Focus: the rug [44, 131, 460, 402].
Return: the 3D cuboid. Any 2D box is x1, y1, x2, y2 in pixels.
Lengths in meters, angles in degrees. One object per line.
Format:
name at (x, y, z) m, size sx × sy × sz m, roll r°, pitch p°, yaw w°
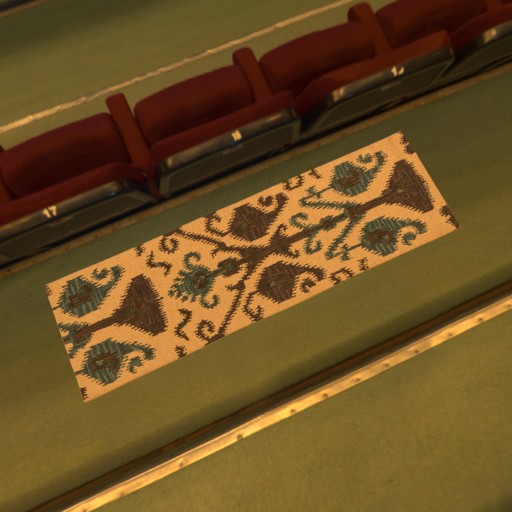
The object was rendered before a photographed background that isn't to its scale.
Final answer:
rug at (0.000, 0.000, 2.522) m, size 2.301 × 0.017 × 0.692 m, roll -24°, pitch 77°, yaw -6°
